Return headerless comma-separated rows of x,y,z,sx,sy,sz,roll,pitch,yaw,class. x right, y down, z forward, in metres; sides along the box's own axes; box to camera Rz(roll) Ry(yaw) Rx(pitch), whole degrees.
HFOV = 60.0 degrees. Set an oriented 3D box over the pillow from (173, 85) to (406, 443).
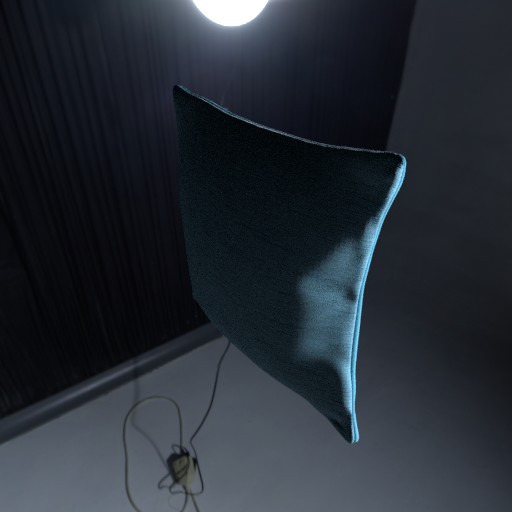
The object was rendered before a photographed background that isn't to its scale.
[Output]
0.000,0.000,0.648,0.151,0.415,0.433,-22,38,-31,pillow
